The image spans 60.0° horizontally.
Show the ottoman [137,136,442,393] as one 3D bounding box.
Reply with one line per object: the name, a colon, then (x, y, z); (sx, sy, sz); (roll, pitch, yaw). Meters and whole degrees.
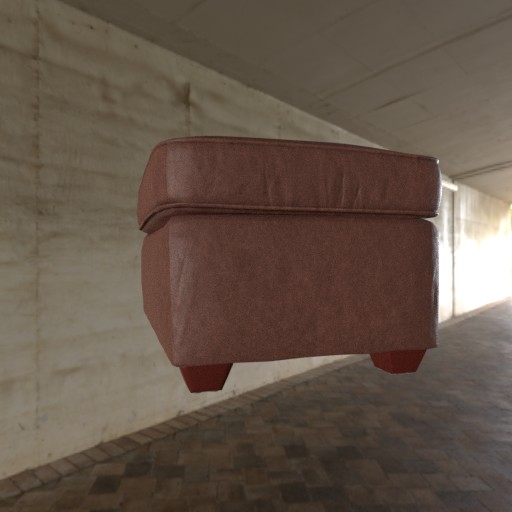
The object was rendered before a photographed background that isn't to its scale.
ottoman: (0.000, 0.000, 1.099); (0.548, 0.449, 0.749); (0, 0, -18)
